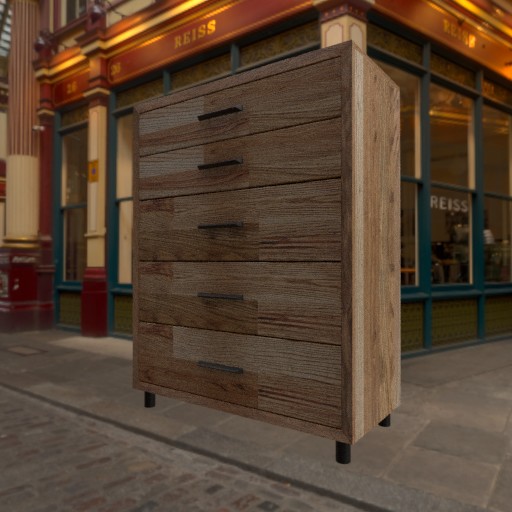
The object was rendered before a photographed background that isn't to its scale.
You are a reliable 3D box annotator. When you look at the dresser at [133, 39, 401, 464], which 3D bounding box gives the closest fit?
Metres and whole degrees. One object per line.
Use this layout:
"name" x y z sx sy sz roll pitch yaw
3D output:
"dresser" 0.000 0.000 1.717 0.966 1.243 0.480 0 -1 35
